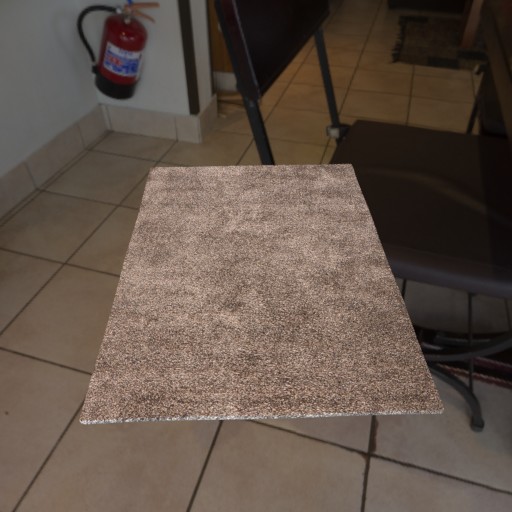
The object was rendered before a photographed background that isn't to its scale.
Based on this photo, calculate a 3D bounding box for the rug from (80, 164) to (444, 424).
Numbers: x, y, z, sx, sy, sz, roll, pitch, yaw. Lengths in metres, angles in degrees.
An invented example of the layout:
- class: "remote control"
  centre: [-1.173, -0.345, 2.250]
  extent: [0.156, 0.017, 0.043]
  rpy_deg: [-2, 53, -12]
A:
- class: "rug"
  centre: [0.000, 0.000, 2.052]
  extent: [1.198, 0.025, 1.601]
  rpy_deg: [-1, 42, -1]
